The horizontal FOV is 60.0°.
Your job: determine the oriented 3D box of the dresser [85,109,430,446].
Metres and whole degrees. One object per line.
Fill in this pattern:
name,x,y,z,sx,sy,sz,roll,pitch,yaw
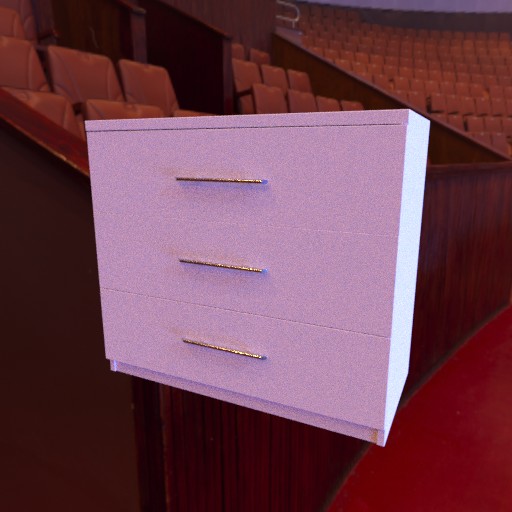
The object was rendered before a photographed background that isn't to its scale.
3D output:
dresser,0.000,0.000,1.265,0.830,0.740,0.420,7,15,25
